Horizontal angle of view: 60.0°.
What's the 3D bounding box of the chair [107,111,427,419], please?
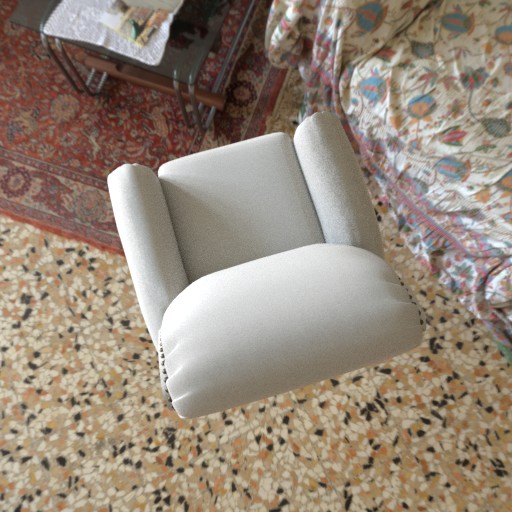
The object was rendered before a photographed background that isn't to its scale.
[{"bbox_3d":[0.000,0.000,1.584,0.854,0.927,0.890,-16,77,-4],"label":"chair"}]
